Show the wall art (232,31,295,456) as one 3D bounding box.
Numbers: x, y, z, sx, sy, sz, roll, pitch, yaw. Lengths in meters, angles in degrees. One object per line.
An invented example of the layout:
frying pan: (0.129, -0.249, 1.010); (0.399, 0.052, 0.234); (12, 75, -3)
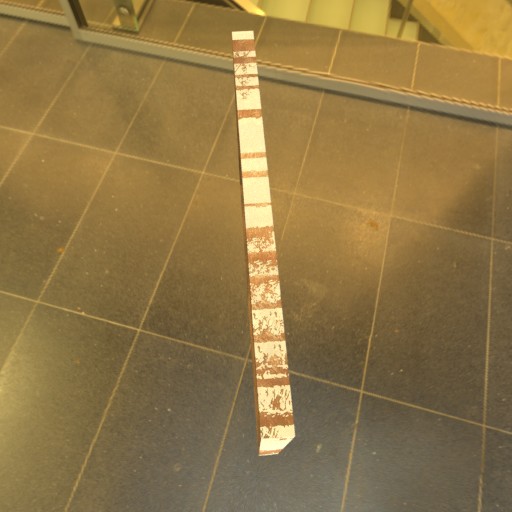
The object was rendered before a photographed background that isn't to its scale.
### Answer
wall art: (0.000, 0.000, 0.760); (0.035, 0.405, 0.609); (-4, 64, -2)
